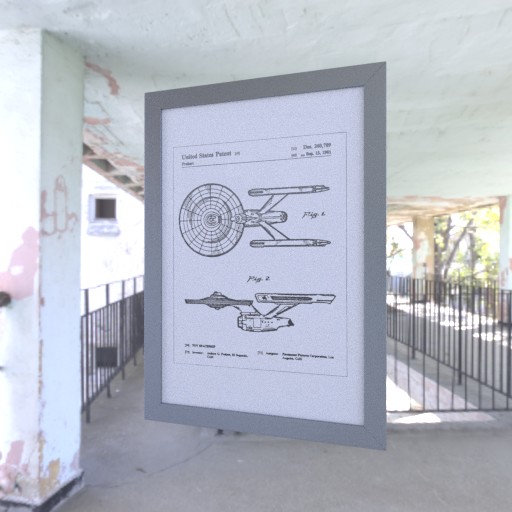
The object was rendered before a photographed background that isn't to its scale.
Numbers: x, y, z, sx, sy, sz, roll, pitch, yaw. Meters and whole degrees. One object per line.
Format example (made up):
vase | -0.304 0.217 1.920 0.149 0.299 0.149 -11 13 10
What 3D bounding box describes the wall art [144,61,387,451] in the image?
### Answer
wall art | 0.000 0.000 0.665 0.376 0.529 0.013 0 0 18
